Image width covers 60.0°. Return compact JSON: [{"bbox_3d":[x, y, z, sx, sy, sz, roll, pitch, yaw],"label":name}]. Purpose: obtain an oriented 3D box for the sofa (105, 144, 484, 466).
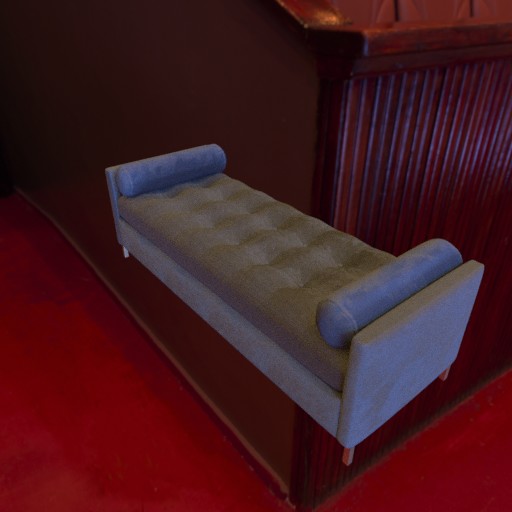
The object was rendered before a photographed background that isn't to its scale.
[{"bbox_3d":[0.000,0.000,2.460,0.796,0.705,2.102,-23,38,-33],"label":"sofa"}]
